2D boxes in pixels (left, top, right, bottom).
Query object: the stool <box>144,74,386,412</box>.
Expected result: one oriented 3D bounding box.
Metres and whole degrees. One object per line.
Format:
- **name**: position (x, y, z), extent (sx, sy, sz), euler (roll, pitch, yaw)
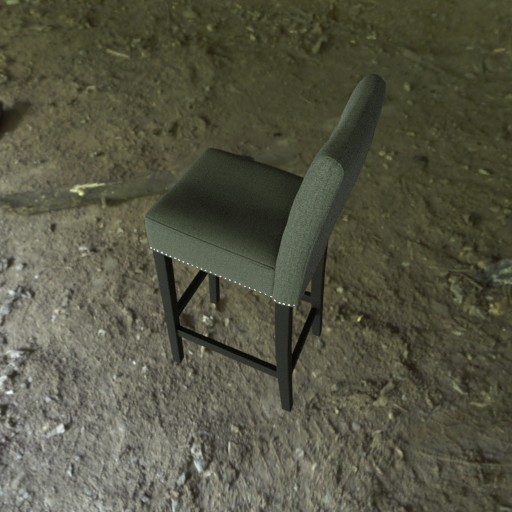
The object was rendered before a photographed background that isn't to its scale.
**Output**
- **stool**: position (0.000, 0.000, 1.359), extent (0.548, 1.047, 0.411), euler (17, 48, 16)
